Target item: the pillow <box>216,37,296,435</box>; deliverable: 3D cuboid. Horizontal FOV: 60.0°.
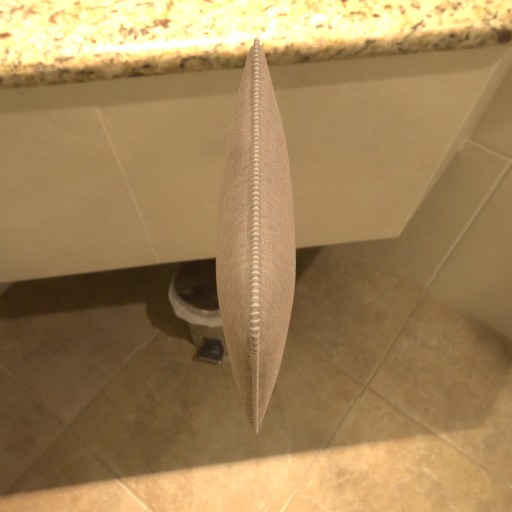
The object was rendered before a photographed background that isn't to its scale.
[{"bbox_3d":[0.000,0.000,0.739,0.124,0.494,0.485,0,58,0],"label":"pillow"}]
